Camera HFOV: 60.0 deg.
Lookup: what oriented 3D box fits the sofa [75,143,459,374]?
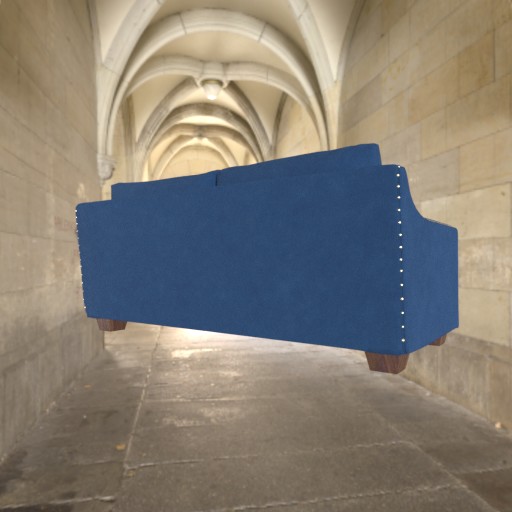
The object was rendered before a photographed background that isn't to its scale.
[{"bbox_3d":[0.000,0.000,2.711,2.107,0.983,1.104,0,-1,35],"label":"sofa"}]
